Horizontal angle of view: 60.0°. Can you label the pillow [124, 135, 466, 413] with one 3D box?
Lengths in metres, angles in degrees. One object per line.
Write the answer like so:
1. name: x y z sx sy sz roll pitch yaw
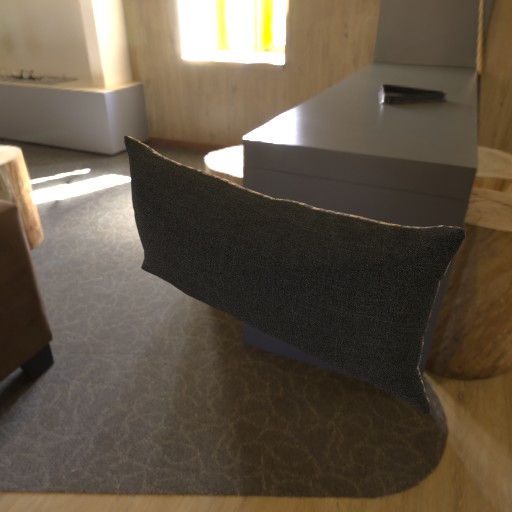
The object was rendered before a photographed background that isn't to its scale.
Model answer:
1. pillow: 0.000 0.000 0.726 0.631 0.292 0.148 22 37 32
